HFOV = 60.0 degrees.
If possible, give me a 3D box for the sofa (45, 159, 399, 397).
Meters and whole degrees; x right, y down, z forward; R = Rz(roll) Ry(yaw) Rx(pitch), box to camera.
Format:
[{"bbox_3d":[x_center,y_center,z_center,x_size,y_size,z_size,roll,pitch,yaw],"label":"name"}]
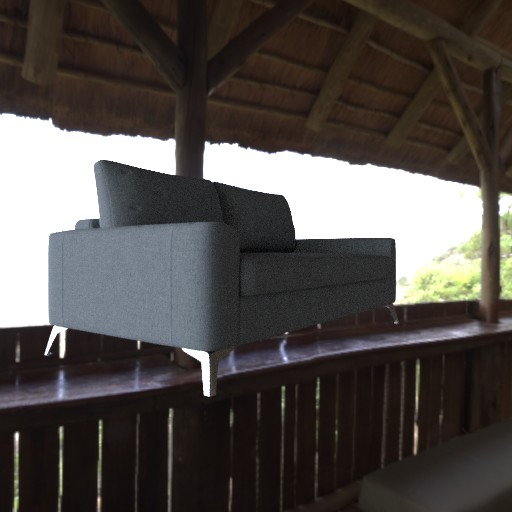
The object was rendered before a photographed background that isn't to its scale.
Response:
[{"bbox_3d":[0.000,0.000,2.161,0.920,0.790,1.650,0,0,36],"label":"sofa"}]
